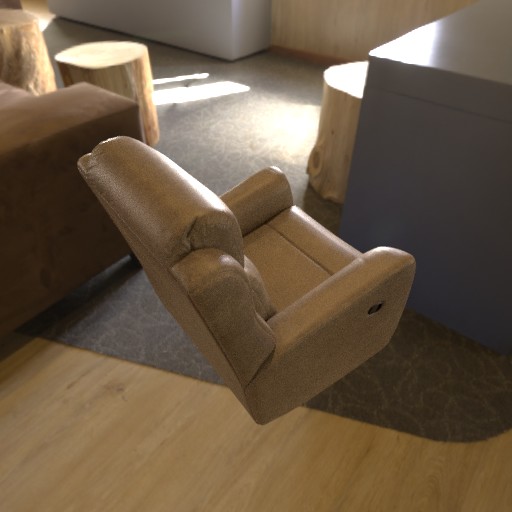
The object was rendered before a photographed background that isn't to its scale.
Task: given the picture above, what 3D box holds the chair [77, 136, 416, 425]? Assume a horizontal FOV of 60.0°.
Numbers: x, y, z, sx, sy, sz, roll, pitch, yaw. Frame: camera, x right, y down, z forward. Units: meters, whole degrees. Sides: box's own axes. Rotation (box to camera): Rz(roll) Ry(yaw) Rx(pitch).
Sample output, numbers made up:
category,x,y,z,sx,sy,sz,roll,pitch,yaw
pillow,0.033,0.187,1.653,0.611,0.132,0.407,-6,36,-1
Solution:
category,x,y,z,sx,sy,sz,roll,pitch,yaw
chair,0.000,0.000,1.921,1.068,1.116,0.965,-26,47,-27
